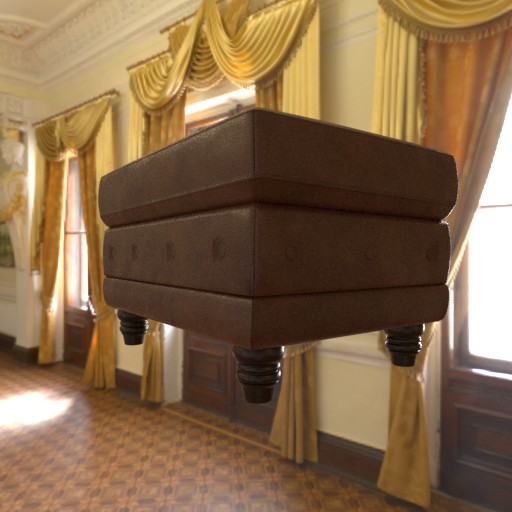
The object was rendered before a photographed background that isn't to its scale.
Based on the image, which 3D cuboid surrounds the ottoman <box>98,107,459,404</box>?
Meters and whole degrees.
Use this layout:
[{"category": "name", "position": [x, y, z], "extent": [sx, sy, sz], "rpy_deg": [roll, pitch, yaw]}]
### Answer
[{"category": "ottoman", "position": [0.000, 0.000, 1.156], "extent": [0.588, 0.509, 0.795], "rpy_deg": [0, 0, -36]}]
